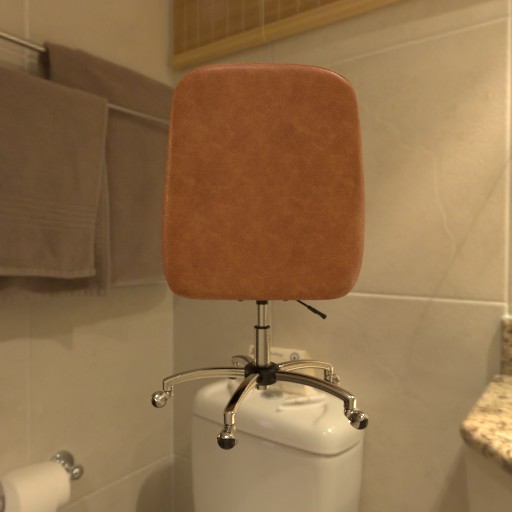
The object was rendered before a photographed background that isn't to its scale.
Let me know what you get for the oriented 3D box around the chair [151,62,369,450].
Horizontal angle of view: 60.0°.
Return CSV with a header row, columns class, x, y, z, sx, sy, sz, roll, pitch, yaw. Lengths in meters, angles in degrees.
class,x,y,z,sx,sy,sz,roll,pitch,yaw
chair,0.000,0.000,1.324,0.628,0.909,0.615,0,1,-1
